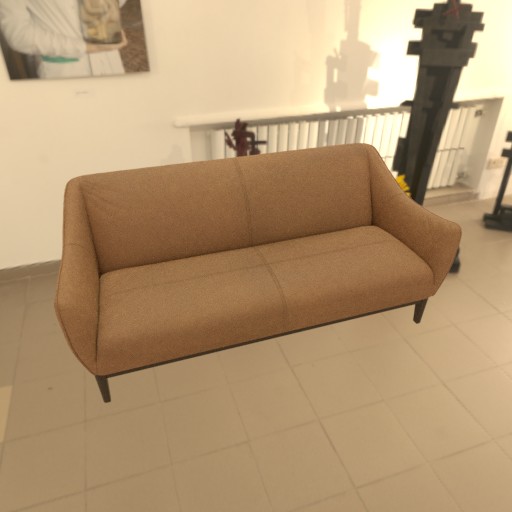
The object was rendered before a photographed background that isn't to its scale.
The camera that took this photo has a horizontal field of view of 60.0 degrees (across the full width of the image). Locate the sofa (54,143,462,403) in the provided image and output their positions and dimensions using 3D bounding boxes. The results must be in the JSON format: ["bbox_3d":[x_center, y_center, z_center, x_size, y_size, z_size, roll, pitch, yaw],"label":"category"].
[{"bbox_3d":[0.000,0.000,2.385,1.928,0.830,0.869,-10,34,-16],"label":"sofa"}]
